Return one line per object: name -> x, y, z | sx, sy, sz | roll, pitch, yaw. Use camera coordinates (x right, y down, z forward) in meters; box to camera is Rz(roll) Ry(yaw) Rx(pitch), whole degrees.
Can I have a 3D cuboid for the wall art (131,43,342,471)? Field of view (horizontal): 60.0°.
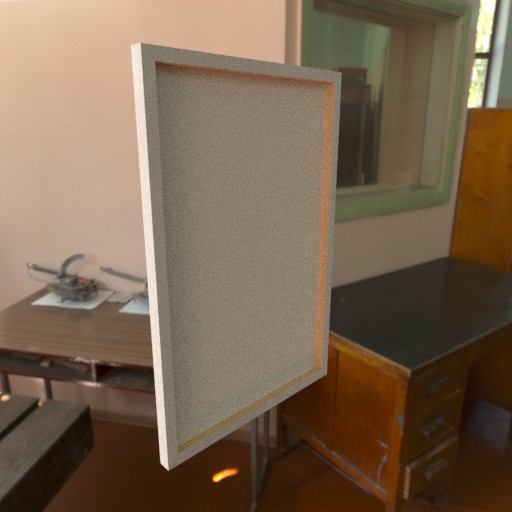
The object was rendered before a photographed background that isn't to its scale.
wall art -> 0.000, 0.000, 1.125 | 0.607, 0.912, 0.038 | -15, 22, -42
